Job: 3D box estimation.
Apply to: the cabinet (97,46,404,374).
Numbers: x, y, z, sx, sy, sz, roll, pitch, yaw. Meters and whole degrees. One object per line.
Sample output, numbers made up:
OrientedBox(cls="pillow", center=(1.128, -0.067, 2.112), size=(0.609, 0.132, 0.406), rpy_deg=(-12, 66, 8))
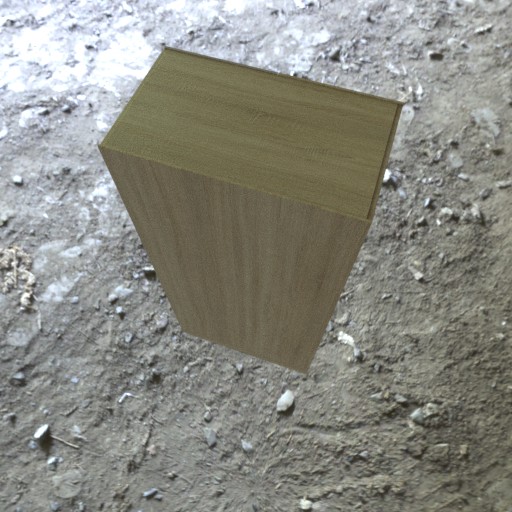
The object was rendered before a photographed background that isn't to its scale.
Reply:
OrientedBox(cls="cabinet", center=(0.000, 0.000, 2.577), size=(1.001, 2.121, 0.590), rpy_deg=(17, 63, 9))
